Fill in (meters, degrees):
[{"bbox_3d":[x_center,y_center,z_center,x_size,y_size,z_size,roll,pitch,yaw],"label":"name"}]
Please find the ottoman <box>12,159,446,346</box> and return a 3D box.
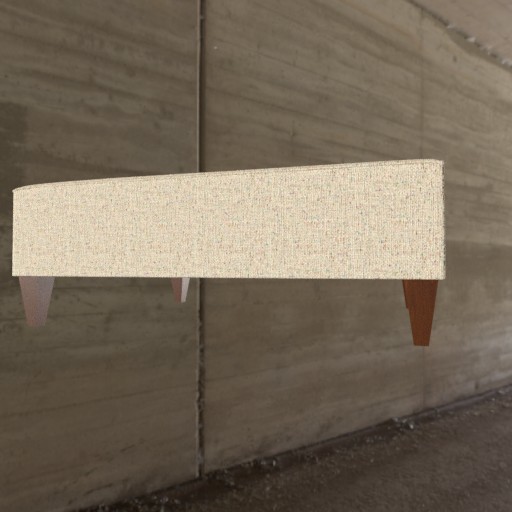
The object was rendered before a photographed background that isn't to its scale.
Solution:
[{"bbox_3d":[0.000,0.000,1.139,0.835,0.303,0.736,0,-1,18],"label":"ottoman"}]
